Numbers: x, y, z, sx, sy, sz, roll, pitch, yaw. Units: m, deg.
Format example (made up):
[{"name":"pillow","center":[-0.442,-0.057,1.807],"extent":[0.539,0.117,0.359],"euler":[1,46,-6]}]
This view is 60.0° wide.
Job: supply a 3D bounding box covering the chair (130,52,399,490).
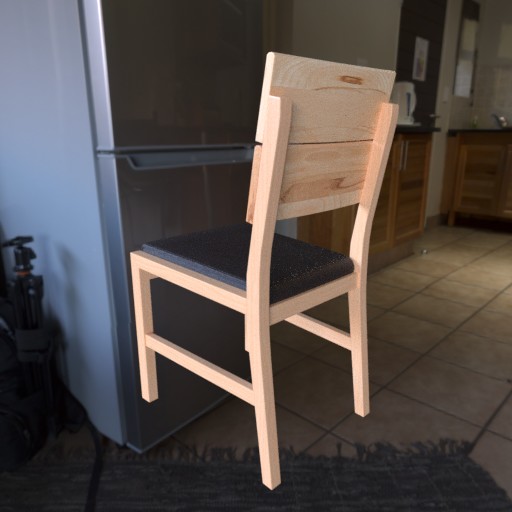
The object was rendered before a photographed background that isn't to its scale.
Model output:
[{"name":"chair","center":[0.000,0.000,1.237],"extent":[0.475,0.950,0.560],"euler":[-15,23,-42]}]
